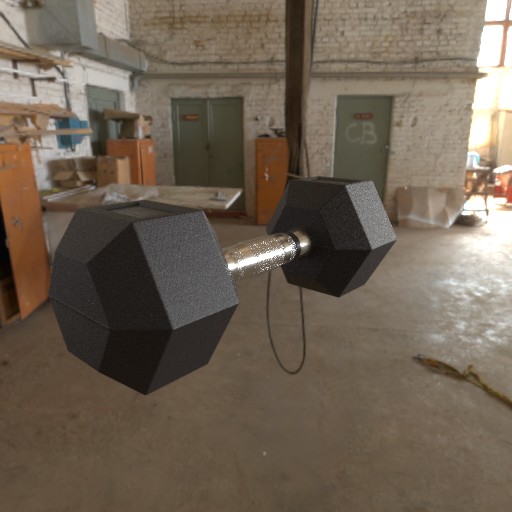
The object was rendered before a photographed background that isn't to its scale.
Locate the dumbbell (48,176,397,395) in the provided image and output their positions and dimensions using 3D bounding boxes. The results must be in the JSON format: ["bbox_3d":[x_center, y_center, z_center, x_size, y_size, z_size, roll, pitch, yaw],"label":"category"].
[{"bbox_3d":[0.000,0.000,0.422,0.141,0.123,0.356,14,21,40],"label":"dumbbell"}]
